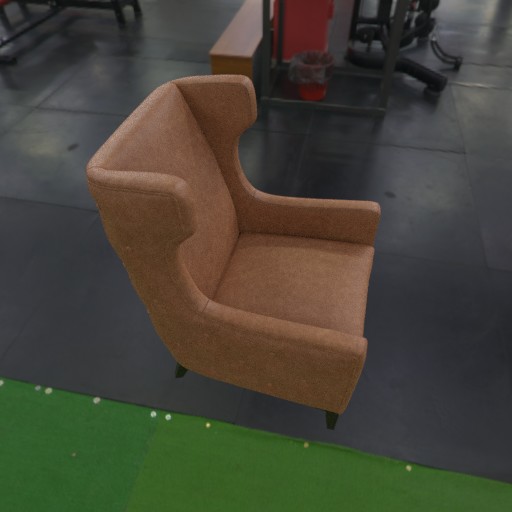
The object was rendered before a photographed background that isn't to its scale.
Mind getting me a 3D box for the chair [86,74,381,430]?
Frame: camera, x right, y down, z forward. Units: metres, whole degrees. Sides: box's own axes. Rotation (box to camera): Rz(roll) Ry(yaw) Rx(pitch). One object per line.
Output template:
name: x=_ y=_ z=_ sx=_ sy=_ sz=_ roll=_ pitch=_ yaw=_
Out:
chair: x=0.000 y=0.000 z=1.681 sx=0.899 sy=1.079 sz=0.766 roll=11 pitch=47 yaw=10
